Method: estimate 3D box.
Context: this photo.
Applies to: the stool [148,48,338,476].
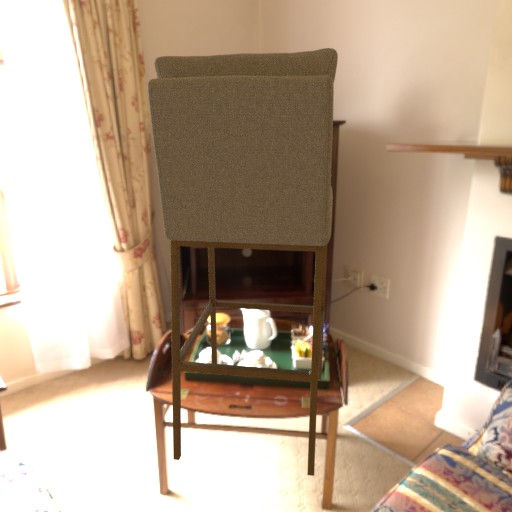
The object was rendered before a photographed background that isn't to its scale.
[{"bbox_3d":[0.000,0.000,1.392,0.463,1.132,0.569,2,16,9],"label":"stool"}]
